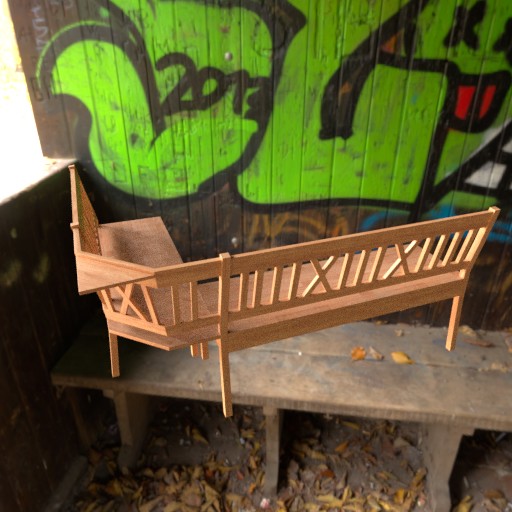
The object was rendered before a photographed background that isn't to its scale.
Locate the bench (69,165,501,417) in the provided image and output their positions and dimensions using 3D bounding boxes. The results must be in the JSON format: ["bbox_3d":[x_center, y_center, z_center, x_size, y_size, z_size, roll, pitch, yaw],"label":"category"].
[{"bbox_3d":[0.000,0.000,2.671,1.937,0.902,1.537,-10,29,-19],"label":"bench"}]
